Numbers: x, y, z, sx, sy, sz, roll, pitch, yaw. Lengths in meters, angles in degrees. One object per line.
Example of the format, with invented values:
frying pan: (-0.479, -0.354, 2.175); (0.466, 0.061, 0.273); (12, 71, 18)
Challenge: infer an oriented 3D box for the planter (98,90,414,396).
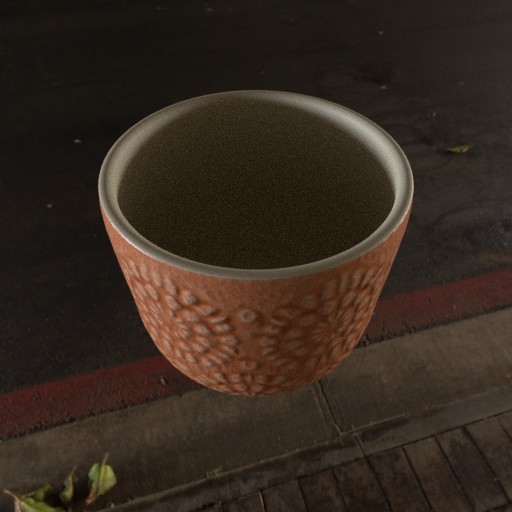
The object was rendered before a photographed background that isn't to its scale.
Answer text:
planter: (0.000, 0.000, 0.215); (0.124, 0.109, 0.124); (0, 47, 0)
